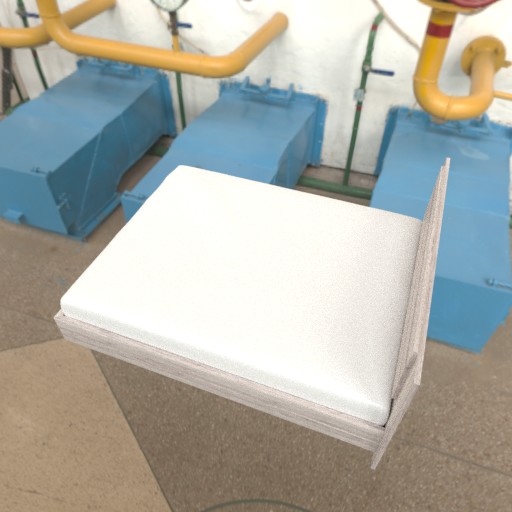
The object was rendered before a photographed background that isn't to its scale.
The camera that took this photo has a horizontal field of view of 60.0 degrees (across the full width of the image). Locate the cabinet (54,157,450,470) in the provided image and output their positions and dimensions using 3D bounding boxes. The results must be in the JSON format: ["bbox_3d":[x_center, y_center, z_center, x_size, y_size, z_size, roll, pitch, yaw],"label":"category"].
[{"bbox_3d":[0.000,0.000,2.950,2.080,0.970,1.750,15,47,15],"label":"cabinet"}]
